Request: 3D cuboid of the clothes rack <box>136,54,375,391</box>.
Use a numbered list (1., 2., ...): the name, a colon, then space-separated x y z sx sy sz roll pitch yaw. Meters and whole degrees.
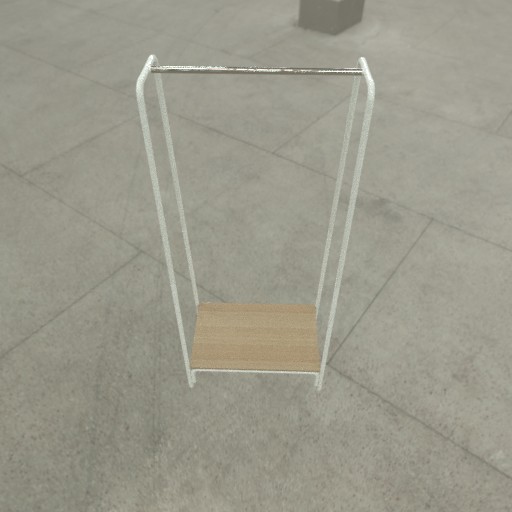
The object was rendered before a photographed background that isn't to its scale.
1. clothes rack: 0.000 0.000 1.773 0.640 1.500 0.400 1 45 1
